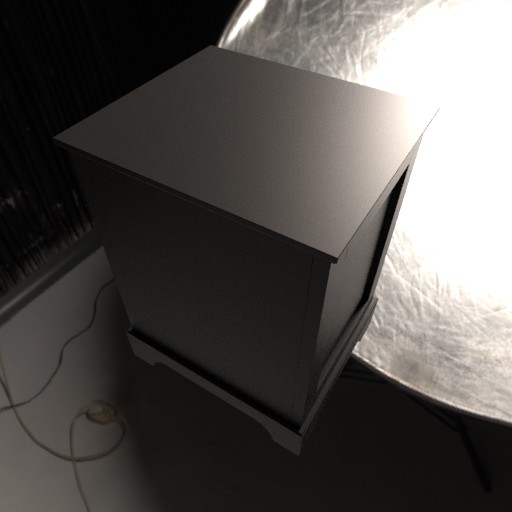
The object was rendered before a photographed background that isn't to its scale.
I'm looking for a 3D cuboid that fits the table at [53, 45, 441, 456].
[{"bbox_3d":[0.000,0.000,0.906,0.460,0.610,0.399,24,51,21],"label":"table"}]
